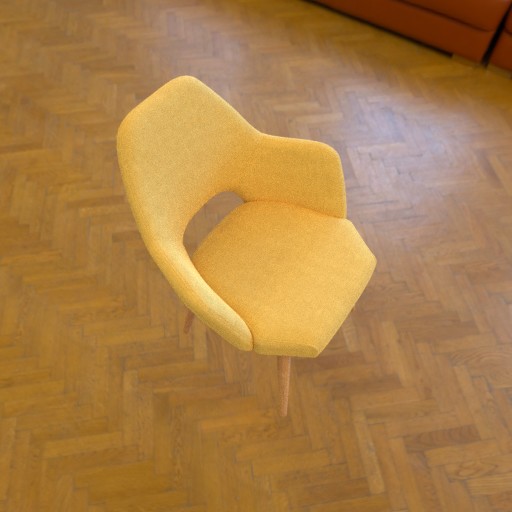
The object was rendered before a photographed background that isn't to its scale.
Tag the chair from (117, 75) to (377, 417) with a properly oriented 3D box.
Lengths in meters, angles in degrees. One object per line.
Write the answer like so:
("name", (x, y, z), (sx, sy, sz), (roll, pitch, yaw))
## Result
("chair", (0.000, 0.000, 1.271), (0.610, 0.840, 0.590), (31, 63, 18))
